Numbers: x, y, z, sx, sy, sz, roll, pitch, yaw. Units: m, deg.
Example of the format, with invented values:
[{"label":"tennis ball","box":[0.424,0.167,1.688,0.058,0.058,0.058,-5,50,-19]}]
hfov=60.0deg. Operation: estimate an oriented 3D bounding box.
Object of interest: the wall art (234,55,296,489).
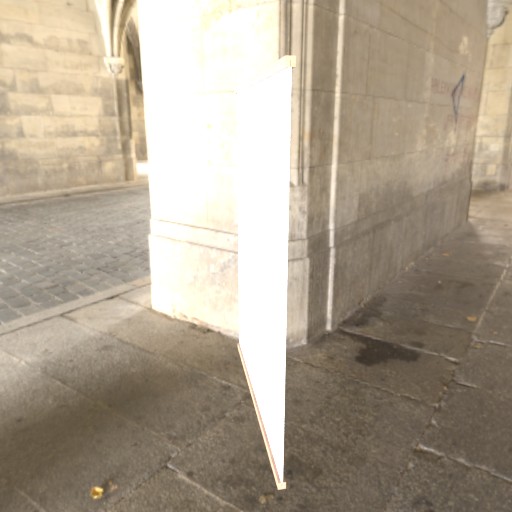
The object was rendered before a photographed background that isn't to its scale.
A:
[{"label":"wall art","box":[0.000,0.000,0.807,0.012,0.608,0.459,-3,17,-10]}]
